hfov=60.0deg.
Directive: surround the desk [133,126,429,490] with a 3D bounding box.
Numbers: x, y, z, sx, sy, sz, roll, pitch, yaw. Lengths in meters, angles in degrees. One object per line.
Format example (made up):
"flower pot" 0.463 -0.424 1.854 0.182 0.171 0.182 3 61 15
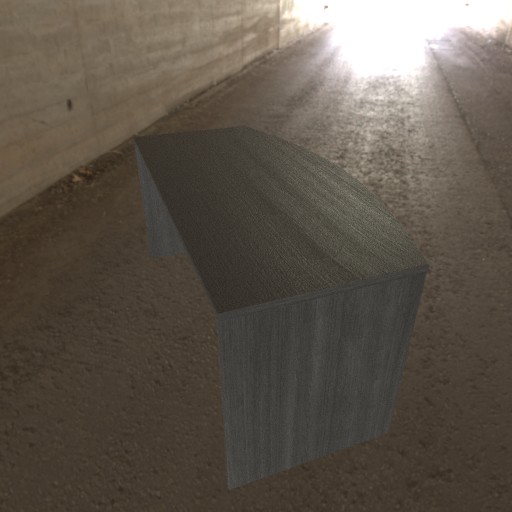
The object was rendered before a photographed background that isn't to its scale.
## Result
"desk" 0.000 0.000 2.044 0.802 0.750 1.600 -11 33 -18
